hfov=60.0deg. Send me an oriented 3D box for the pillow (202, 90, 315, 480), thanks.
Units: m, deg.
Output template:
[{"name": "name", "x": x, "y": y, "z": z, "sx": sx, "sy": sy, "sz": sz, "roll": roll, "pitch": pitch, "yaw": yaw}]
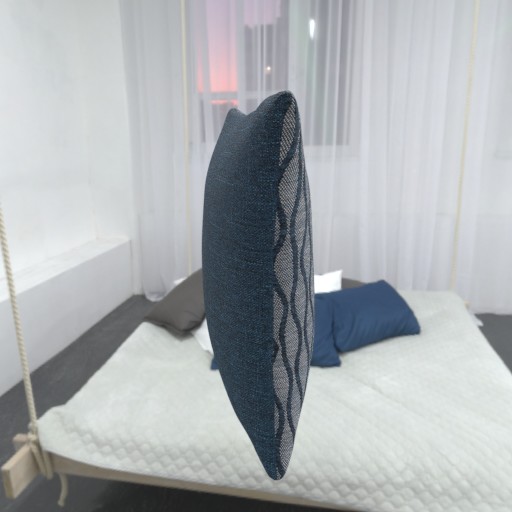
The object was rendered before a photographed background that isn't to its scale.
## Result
[{"name": "pillow", "x": 0.000, "y": 0.000, "z": 0.656, "sx": 0.159, "sy": 0.435, "sz": 0.435, "roll": -3, "pitch": 16, "yaw": -9}]
